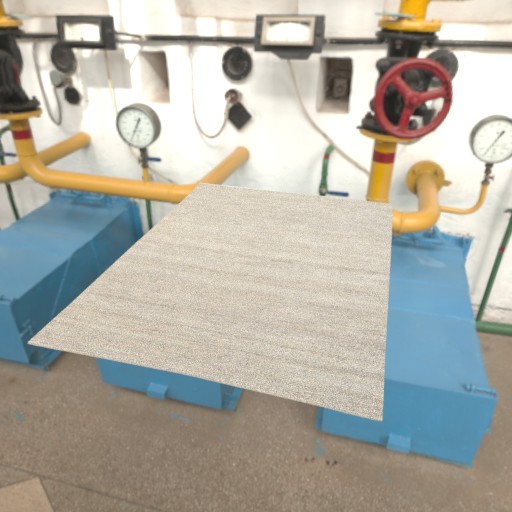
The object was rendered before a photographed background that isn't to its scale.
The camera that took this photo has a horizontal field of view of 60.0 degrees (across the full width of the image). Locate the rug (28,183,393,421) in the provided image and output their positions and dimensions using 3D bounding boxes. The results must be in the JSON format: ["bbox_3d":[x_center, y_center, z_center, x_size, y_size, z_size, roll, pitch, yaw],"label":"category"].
[{"bbox_3d":[0.000,0.000,4.699,2.757,0.051,3.626,8,32,14],"label":"rug"}]
